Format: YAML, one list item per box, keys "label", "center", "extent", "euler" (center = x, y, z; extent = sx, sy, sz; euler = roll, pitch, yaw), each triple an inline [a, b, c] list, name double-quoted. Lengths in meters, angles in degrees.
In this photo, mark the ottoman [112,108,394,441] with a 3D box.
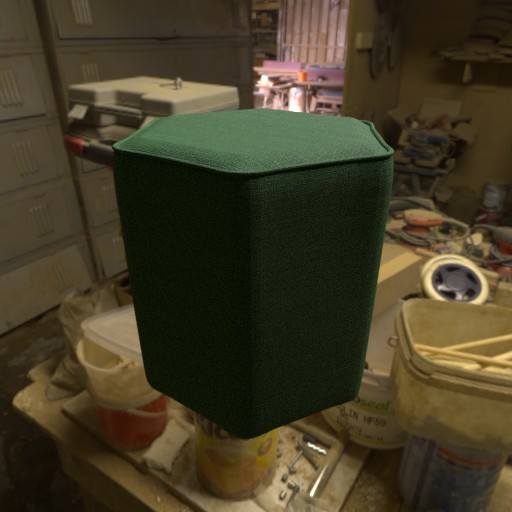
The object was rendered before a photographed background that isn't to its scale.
- label: "ottoman"
  center: [0.000, 0.000, 0.885]
  extent: [0.499, 0.507, 0.444]
  euler: [18, 32, 31]
